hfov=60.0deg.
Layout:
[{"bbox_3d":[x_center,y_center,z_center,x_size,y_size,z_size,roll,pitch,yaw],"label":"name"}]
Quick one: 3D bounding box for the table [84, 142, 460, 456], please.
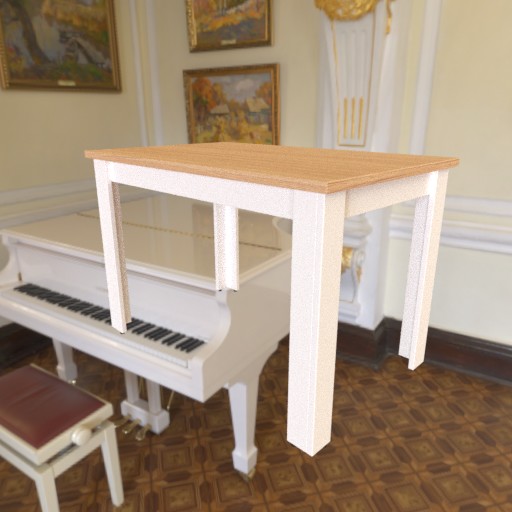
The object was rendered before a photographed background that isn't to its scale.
[{"bbox_3d":[0.000,0.000,1.628,1.100,0.734,0.700,17,25,42],"label":"table"}]
